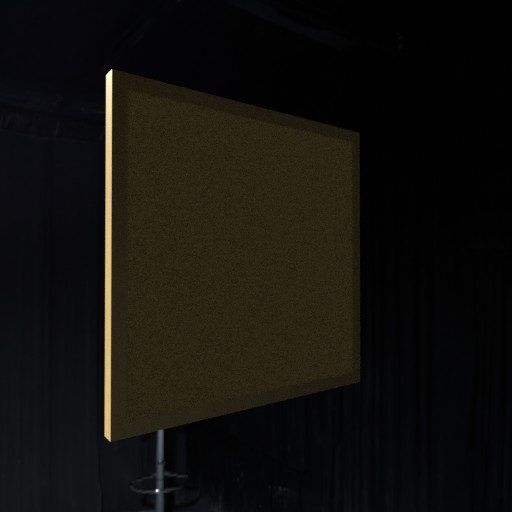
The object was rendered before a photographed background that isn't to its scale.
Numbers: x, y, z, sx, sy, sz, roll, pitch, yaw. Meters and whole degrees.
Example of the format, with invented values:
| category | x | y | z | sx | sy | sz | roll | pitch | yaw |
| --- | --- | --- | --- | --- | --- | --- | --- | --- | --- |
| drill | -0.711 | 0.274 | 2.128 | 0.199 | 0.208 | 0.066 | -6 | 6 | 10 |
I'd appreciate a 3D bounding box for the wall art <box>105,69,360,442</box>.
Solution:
| category | x | y | z | sx | sy | sz | roll | pitch | yaw |
| --- | --- | --- | --- | --- | --- | --- | --- | --- | --- |
| wall art | 0.000 | 0.000 | 2.912 | 1.935 | 1.936 | 0.097 | 1 | -1 | -36 |
